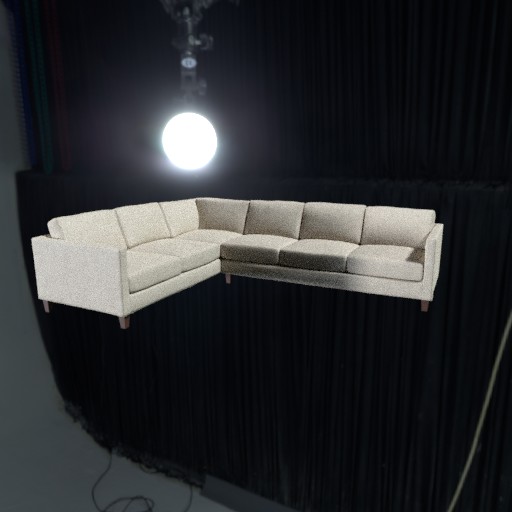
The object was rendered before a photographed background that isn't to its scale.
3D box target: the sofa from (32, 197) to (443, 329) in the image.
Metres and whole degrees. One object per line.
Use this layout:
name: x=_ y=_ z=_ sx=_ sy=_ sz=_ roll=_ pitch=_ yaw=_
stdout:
sofa: x=0.000 y=0.000 z=4.277 sx=3.182 sy=0.863 sz=2.432 roll=6 pitch=14 yaw=25
